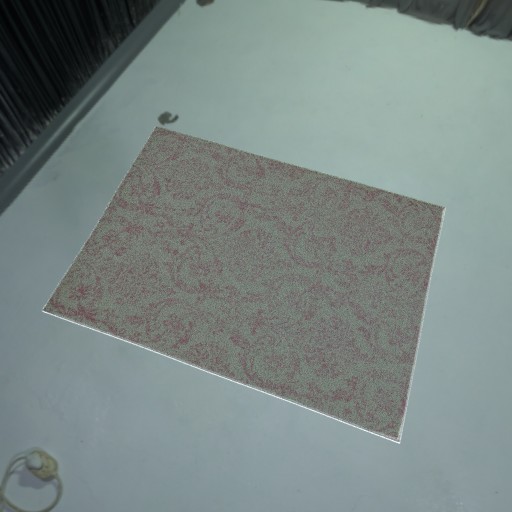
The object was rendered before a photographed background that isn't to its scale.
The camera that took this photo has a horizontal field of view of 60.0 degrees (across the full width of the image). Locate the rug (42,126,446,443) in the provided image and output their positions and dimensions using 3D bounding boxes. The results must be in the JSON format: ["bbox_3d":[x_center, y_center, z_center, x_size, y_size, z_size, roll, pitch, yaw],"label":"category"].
[{"bbox_3d":[0.000,0.000,2.878,2.202,0.014,1.598,18,64,9],"label":"rug"}]
